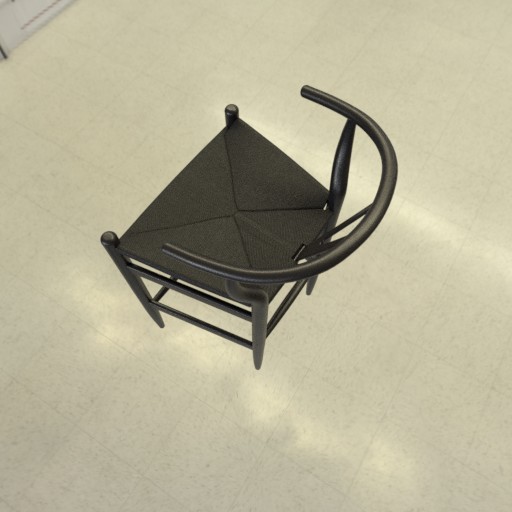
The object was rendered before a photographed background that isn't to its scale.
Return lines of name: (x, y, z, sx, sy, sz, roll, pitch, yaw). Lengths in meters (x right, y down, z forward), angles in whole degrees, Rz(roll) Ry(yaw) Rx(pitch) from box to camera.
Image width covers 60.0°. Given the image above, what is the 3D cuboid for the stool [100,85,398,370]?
stool: (0.000, 0.000, 1.344, 0.579, 0.970, 0.569, 32, 68, 15)
